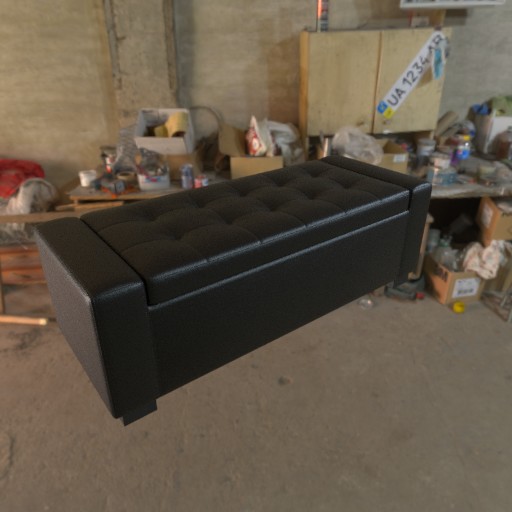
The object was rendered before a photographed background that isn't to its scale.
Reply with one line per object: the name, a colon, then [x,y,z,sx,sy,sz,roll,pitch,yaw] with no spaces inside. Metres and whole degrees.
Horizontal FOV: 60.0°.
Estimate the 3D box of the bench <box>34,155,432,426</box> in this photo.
bench: [0.000,0.000,1.579,1.296,0.445,0.508,-20,34,-32]
